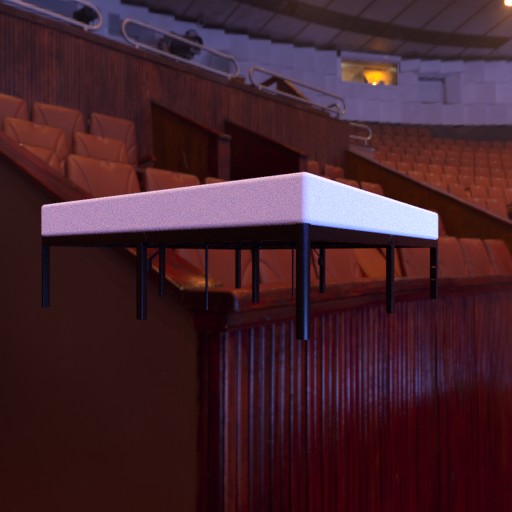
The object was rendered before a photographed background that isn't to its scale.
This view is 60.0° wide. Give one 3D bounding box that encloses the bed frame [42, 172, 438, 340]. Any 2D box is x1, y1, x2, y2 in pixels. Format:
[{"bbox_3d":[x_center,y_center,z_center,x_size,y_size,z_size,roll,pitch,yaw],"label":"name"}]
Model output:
[{"bbox_3d":[0.000,0.000,3.120,1.963,0.659,2.079,0,0,36],"label":"bed frame"}]
